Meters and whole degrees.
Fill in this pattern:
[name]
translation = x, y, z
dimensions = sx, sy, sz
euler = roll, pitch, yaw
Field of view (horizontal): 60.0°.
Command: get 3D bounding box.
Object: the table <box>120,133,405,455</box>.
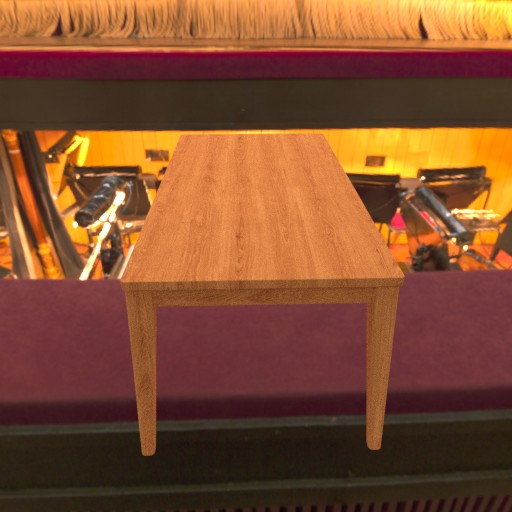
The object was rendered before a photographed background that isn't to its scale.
[table]
translation = 0.000, 0.000, 2.152
dimensions = 0.900, 0.760, 1.600
euler = -1, 31, -1
